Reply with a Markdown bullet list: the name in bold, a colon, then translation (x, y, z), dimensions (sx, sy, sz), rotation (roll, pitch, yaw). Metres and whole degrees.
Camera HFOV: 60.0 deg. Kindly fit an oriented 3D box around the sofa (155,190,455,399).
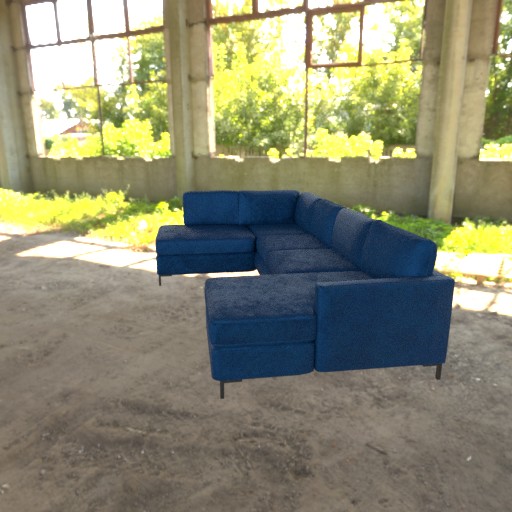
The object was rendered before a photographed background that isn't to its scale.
- **sofa**: translation (0.000, 0.000, 4.351), dimensions (2.055, 0.992, 3.434), rotation (-2, 14, -8)
